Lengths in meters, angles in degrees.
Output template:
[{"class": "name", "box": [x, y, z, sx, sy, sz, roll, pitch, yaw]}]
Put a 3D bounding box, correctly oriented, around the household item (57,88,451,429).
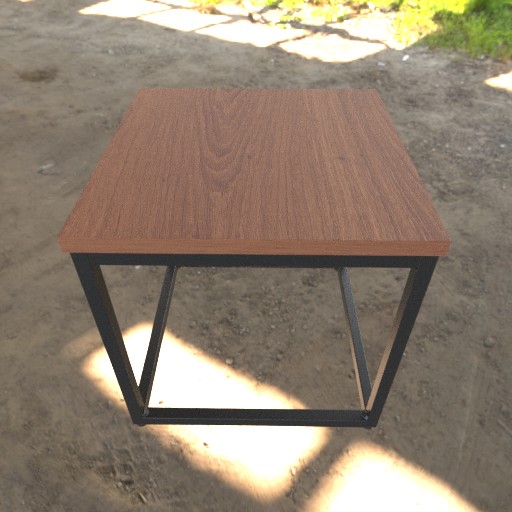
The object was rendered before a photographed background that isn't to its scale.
[{"class": "household item", "box": [0.000, 0.000, 0.731, 0.400, 0.400, 0.400, 1, 42, 1]}]
